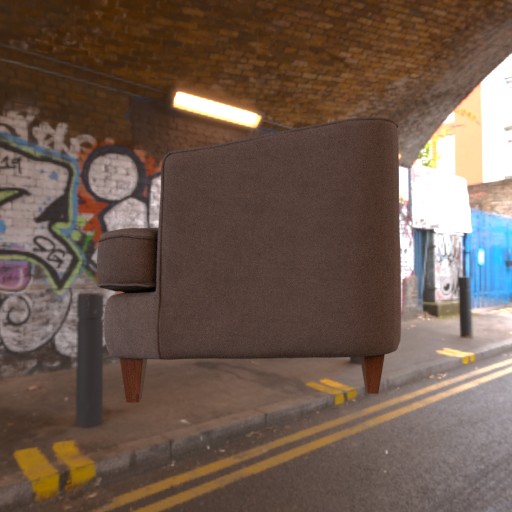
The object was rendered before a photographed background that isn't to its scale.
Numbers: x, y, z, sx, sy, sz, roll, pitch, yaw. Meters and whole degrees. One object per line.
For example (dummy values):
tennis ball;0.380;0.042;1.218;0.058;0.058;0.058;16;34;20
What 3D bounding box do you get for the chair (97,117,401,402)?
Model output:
chair;0.000;0.000;1.759;0.941;0.852;1.104;0;-1;0
